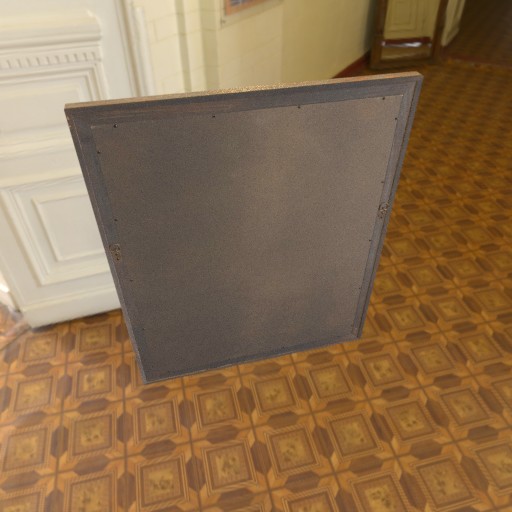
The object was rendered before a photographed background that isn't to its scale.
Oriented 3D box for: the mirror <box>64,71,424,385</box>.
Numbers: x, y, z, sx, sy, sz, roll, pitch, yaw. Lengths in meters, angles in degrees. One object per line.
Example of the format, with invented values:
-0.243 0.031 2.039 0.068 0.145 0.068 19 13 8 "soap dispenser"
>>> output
0.000 0.000 1.175 0.730 0.882 0.032 -9 42 -11 "mirror"
